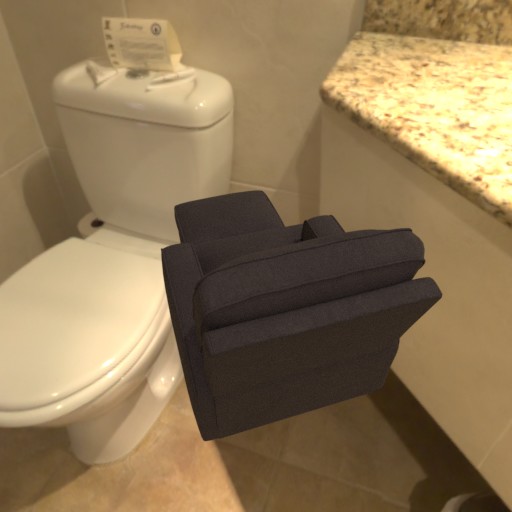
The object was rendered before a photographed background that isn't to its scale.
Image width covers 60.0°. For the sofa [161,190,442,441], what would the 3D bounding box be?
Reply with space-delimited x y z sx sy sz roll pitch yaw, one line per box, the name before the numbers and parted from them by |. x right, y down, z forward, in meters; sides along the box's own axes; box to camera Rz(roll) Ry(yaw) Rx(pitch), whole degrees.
sofa | 0.000 0.000 2.042 0.861 0.959 1.472 -12 43 -13
